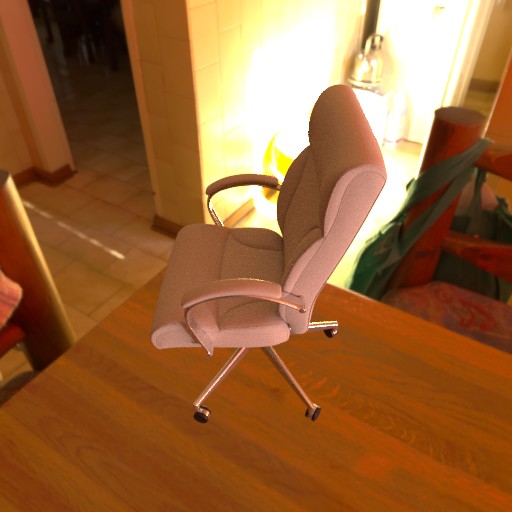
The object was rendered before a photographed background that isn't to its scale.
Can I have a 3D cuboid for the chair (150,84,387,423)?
[{"bbox_3d":[0.000,0.000,1.624,0.745,1.099,0.727,1,40,1],"label":"chair"}]
